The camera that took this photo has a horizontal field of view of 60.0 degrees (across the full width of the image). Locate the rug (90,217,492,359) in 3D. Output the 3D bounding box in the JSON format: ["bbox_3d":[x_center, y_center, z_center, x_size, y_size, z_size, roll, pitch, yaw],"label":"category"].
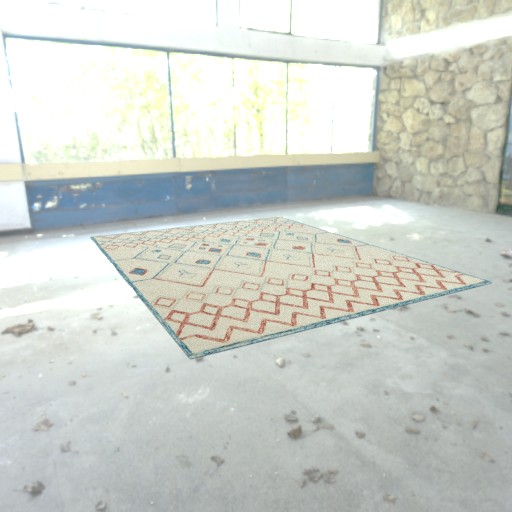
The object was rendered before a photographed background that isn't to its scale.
[{"bbox_3d":[0.000,0.000,4.094,2.441,0.016,3.050,-8,18,-28],"label":"rug"}]
